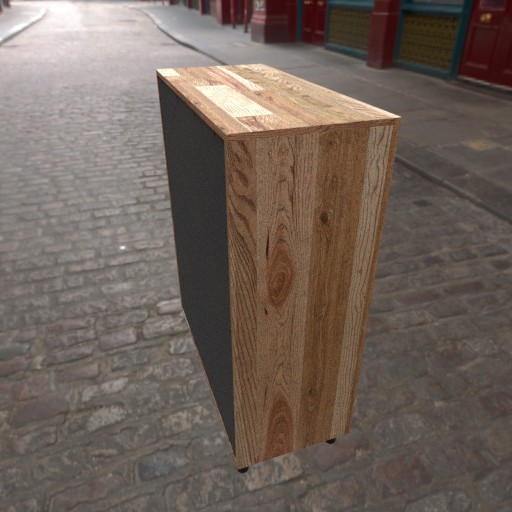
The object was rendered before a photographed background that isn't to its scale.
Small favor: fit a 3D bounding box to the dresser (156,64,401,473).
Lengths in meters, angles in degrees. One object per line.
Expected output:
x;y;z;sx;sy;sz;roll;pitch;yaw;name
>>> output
0.000;0.000;1.719;0.480;1.243;0.966;-10;32;-17;dresser
